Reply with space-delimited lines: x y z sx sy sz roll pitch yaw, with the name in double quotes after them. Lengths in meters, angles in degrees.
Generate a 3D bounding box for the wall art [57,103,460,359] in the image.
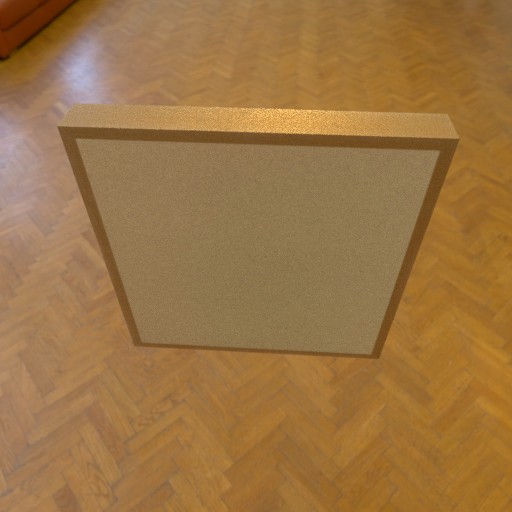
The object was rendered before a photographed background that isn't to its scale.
0.000 0.000 0.457 0.306 0.305 0.038 2 45 2 "wall art"
